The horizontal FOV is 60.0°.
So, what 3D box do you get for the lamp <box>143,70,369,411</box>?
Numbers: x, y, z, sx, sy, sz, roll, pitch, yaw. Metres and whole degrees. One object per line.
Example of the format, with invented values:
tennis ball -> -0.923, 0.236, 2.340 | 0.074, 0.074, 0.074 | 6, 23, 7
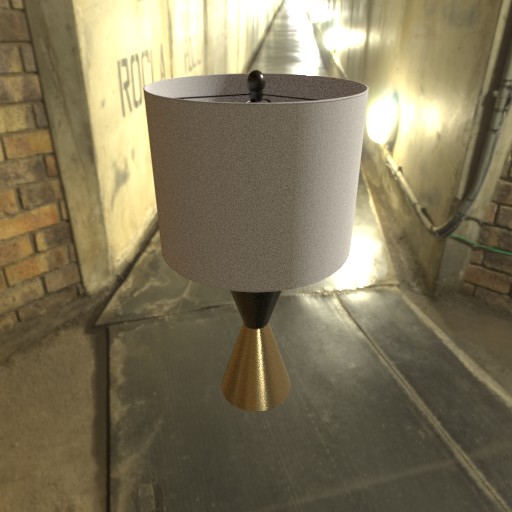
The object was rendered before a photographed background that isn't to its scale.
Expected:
lamp -> 0.000, 0.000, 0.737 | 0.304, 0.573, 0.304 | 19, 33, 31
